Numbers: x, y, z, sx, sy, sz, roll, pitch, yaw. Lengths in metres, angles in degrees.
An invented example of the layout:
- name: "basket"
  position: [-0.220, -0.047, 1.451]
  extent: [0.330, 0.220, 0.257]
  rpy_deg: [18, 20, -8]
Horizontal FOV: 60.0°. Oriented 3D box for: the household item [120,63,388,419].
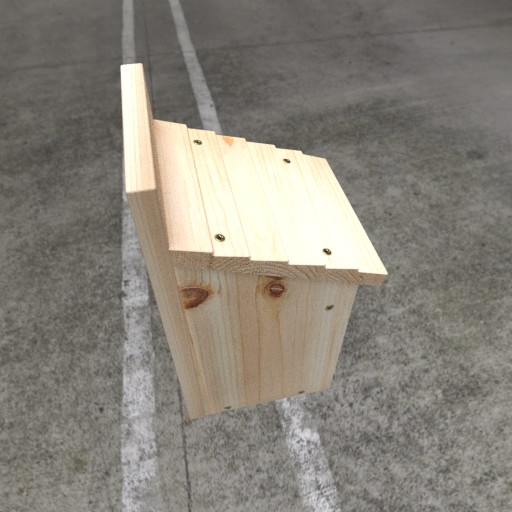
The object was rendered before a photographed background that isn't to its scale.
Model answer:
- name: "household item"
  position: [0.000, 0.000, 0.399]
  extent: [0.171, 0.300, 0.149]
  rpy_deg: [-9, 49, -8]
